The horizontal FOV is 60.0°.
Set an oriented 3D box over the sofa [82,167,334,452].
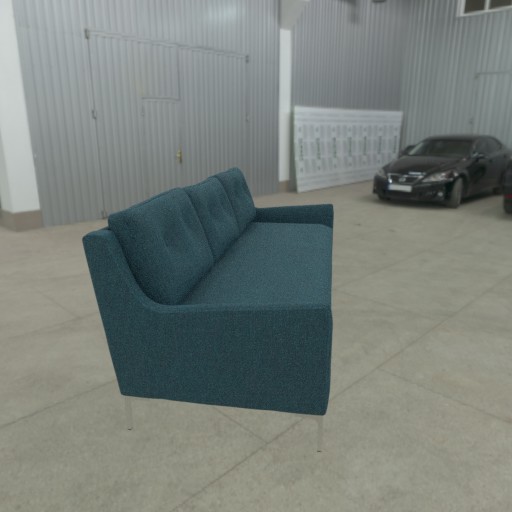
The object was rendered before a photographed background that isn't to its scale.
[{"bbox_3d":[0.000,0.000,2.467,0.849,0.837,2.060,3,16,9],"label":"sofa"}]
